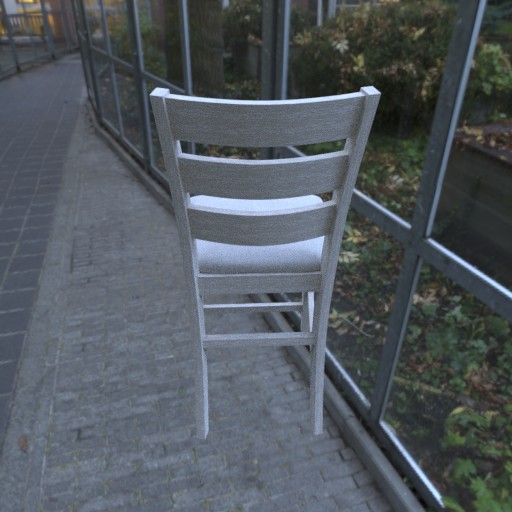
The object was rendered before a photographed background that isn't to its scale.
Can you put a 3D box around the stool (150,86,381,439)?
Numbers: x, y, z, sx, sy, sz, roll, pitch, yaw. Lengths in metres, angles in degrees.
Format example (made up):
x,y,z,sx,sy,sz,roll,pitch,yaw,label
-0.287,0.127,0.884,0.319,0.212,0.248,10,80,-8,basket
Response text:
x,y,z,sx,sy,sz,roll,pitch,yaw,label
0.000,0.000,1.323,0.484,1.032,0.569,-1,31,-2,stool
